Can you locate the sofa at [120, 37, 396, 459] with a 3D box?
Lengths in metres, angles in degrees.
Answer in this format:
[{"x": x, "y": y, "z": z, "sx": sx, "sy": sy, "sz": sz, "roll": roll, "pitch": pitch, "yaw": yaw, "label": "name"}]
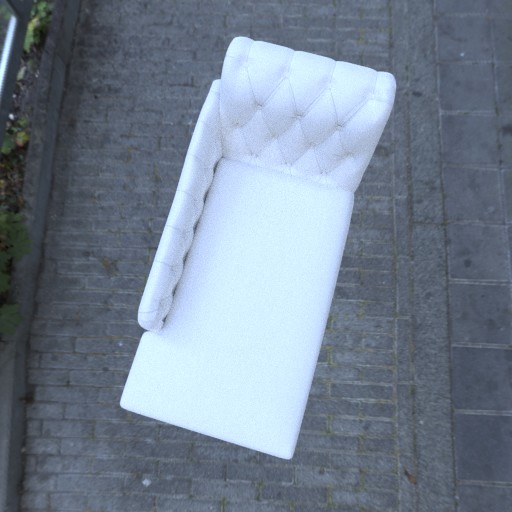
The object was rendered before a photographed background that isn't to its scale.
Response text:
[{"x": 0.000, "y": 0.000, "z": 1.744, "sx": 0.675, "sy": 0.787, "sz": 1.379, "roll": 16, "pitch": 77, "yaw": 4, "label": "sofa"}]
